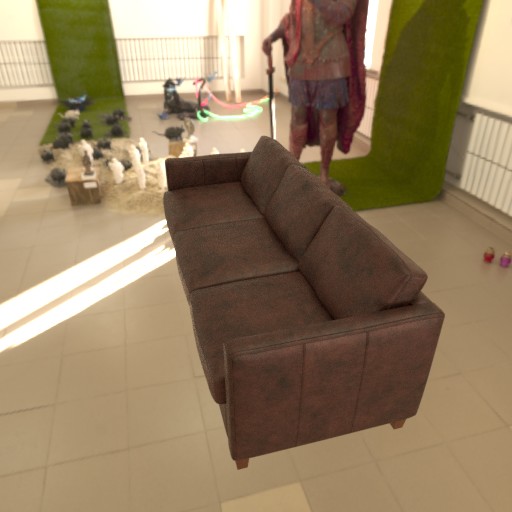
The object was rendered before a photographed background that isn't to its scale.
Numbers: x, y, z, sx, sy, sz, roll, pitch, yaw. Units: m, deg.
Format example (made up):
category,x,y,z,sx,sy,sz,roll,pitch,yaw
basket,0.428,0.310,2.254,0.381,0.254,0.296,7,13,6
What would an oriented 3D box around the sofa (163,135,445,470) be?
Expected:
category,x,y,z,sx,sy,sz,roll,pitch,yaw
sofa,0.000,0.000,2.963,1.045,1.006,2.464,-8,32,-14
